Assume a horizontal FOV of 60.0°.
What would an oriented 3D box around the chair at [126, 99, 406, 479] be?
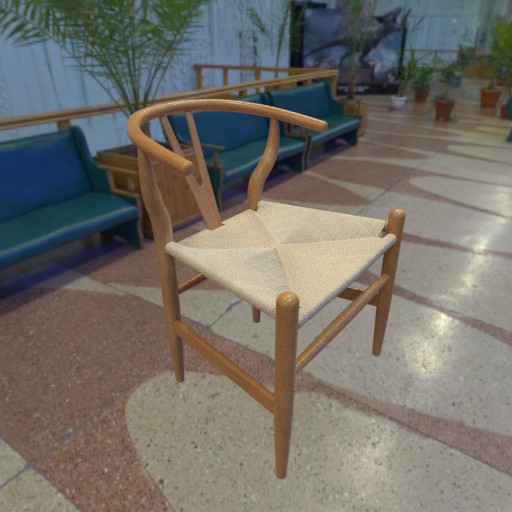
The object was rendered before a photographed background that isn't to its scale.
[{"bbox_3d":[0.000,0.000,1.167,0.579,0.730,0.569,19,32,32],"label":"chair"}]
